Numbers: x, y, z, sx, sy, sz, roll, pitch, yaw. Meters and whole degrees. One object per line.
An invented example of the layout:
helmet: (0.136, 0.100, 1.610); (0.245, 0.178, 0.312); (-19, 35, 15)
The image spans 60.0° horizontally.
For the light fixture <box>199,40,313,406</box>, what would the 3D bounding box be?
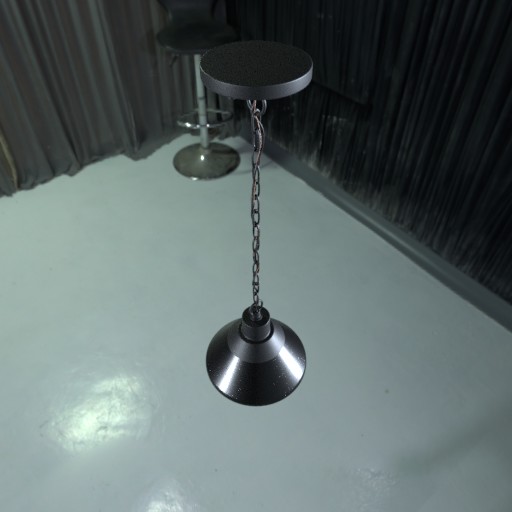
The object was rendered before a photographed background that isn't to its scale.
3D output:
light fixture: (0.000, 0.000, 0.679); (0.201, 0.588, 0.201); (-32, 53, -27)
